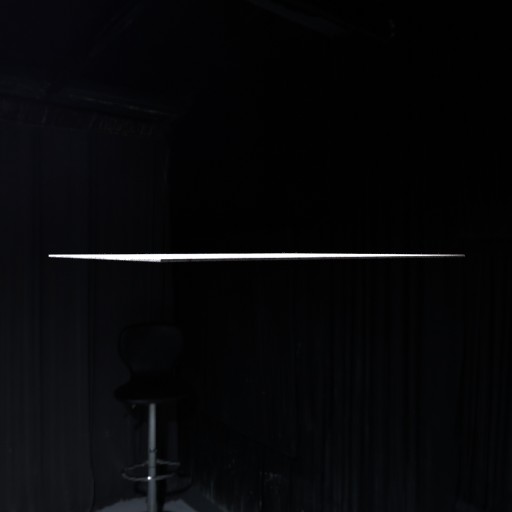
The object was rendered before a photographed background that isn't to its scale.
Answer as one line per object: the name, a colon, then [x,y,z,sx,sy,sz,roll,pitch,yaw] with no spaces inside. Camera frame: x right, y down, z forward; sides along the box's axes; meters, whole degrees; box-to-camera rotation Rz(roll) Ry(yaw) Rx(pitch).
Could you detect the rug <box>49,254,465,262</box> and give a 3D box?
rug: [0.000,0.000,4.003,2.959,0.016,2.317,-1,1,-37]
